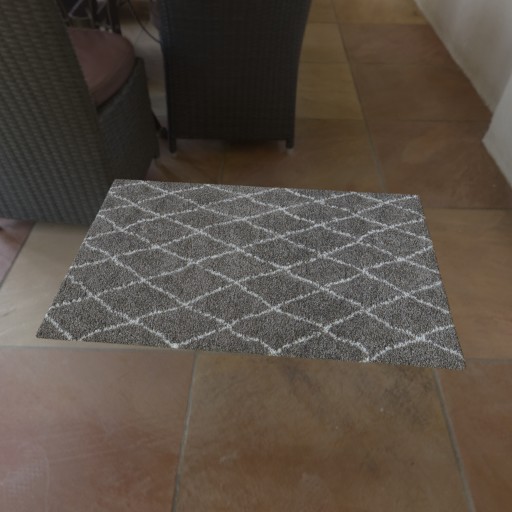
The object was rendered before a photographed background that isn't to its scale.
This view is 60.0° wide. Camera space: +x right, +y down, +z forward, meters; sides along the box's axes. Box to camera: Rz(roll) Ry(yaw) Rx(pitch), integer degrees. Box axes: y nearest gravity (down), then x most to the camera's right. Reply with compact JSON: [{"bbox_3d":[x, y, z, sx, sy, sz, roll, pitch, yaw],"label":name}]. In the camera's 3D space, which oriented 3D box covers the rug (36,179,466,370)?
[{"bbox_3d":[0.000,0.000,3.015,2.438,0.030,1.524,4,46,3],"label":"rug"}]
